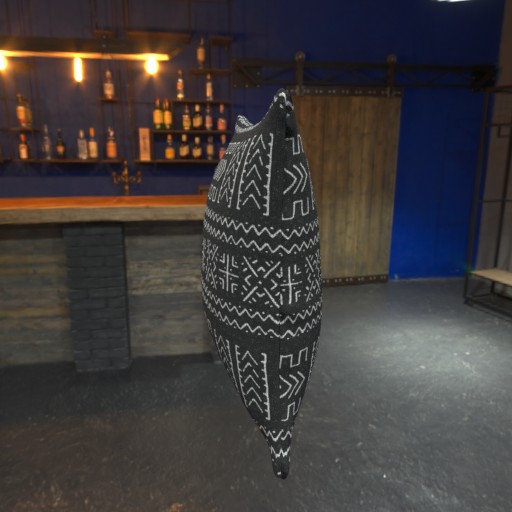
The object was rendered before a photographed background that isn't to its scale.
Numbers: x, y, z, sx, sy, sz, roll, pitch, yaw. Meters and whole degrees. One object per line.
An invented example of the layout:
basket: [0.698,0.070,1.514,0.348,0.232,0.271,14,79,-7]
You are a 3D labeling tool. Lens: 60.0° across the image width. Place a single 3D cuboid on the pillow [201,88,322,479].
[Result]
pillow: [0.000,0.000,0.661,0.164,0.430,0.438,-2,14,-7]
